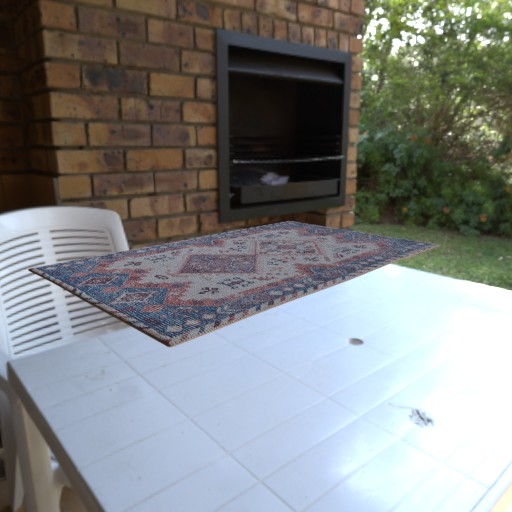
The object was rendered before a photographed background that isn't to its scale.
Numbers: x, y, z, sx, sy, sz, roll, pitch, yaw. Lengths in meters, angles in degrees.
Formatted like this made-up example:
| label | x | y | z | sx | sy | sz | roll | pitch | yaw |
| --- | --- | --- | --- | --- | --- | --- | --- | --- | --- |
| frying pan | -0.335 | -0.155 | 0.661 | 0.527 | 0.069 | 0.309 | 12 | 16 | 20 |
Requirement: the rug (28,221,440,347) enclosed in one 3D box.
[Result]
| label | x | y | z | sx | sy | sz | roll | pitch | yaw |
| --- | --- | --- | --- | --- | --- | --- | --- | --- | --- |
| rug | 0.000 | 0.000 | 3.052 | 1.521 | 0.023 | 2.464 | 14 | 20 | 43 |
